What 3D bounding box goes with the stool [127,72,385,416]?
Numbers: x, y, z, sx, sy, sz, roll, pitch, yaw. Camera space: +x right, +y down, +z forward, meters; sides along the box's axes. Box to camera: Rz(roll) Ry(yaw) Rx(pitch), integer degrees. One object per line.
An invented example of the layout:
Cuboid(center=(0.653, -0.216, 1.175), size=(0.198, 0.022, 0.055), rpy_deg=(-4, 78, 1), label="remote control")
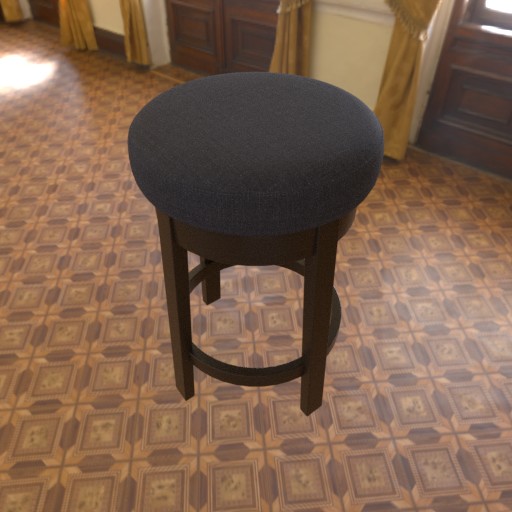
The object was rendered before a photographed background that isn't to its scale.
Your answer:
Cuboid(center=(0.000, 0.000, 0.942), size=(0.449, 0.655, 0.449), rpy_deg=(0, 42, 0), label="stool")
